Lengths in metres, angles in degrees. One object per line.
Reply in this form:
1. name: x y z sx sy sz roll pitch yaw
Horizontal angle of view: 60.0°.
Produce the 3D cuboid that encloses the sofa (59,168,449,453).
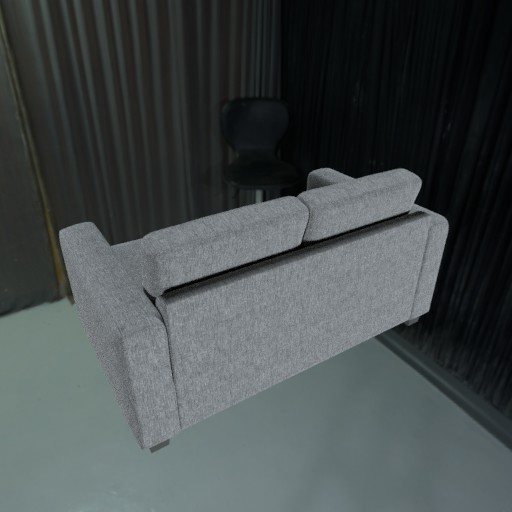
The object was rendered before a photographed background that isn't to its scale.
1. sofa: 0.000 0.000 2.029 1.520 0.800 0.900 -18 34 -28
